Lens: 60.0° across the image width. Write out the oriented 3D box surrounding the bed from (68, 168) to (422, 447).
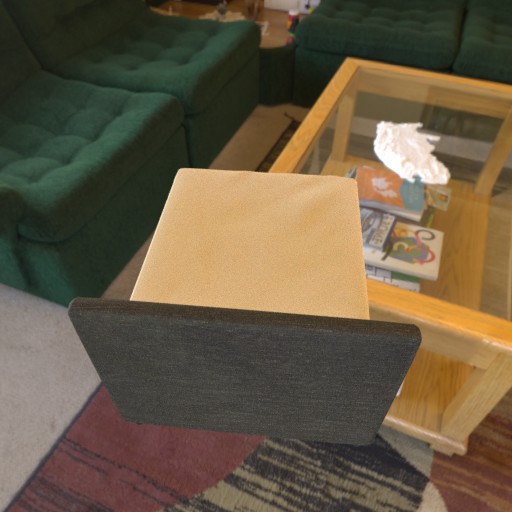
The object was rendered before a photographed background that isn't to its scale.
[{"bbox_3d":[0.000,0.000,3.202,1.723,1.330,2.142,4,47,4],"label":"bed"}]
